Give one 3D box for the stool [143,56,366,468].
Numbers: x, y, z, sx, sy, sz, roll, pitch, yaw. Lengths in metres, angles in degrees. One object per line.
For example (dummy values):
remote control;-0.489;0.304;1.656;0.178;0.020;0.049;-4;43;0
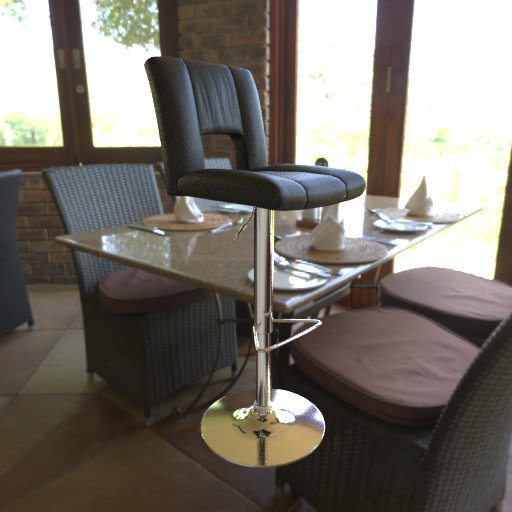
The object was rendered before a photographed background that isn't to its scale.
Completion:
stool;0.000;0.000;1.358;0.520;1.151;0.415;14;21;42
